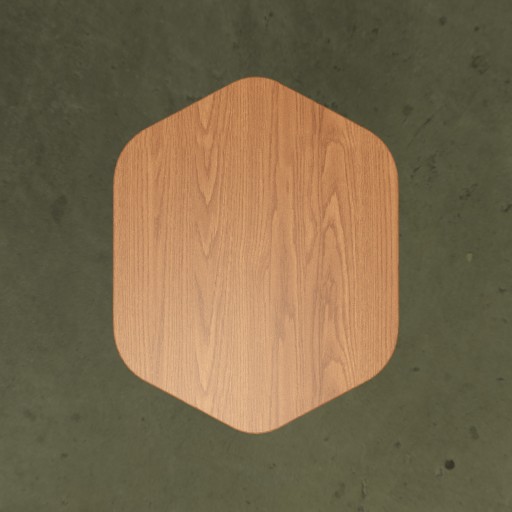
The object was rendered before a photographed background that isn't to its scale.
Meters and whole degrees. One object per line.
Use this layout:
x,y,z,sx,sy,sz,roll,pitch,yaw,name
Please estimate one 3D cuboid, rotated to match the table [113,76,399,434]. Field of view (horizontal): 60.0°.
0.000,0.000,0.899,0.400,0.562,0.500,0,90,0,table
